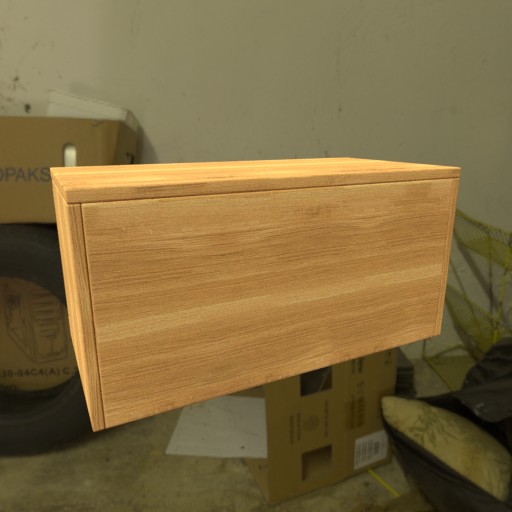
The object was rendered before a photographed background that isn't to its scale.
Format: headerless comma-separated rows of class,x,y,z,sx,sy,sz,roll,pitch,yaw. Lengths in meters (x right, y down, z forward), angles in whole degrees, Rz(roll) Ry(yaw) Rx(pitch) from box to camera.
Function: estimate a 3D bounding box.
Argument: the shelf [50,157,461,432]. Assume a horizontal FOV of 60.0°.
shelf,0.000,0.000,1.018,0.800,0.400,0.400,-8,18,-26
